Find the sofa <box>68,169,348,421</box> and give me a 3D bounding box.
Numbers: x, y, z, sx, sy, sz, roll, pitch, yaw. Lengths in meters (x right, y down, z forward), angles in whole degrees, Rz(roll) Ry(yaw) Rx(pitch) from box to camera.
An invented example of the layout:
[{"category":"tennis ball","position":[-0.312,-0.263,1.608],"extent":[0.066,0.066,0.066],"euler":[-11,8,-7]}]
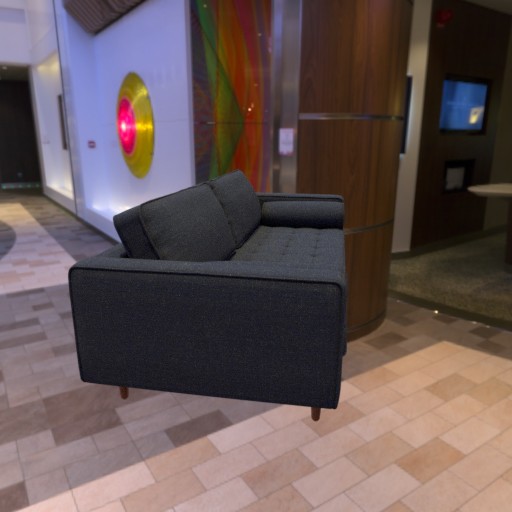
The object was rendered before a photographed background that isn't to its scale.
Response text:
[{"category":"sofa","position":[0.000,0.000,2.284],"extent":[0.914,0.762,1.880],"euler":[3,16,10]}]
